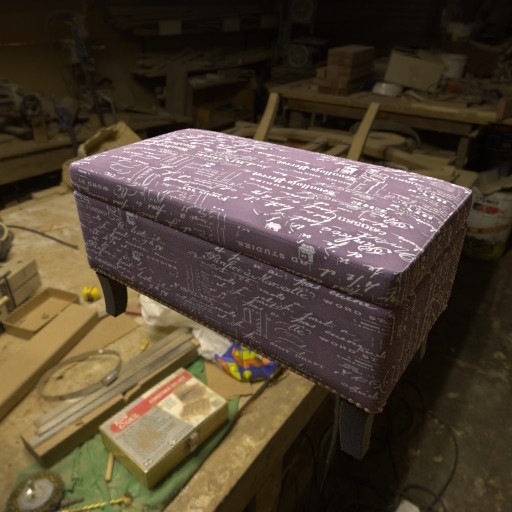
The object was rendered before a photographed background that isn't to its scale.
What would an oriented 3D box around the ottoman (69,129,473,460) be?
[{"bbox_3d":[0.000,0.000,1.048,0.813,0.457,0.406,21,36,31],"label":"ottoman"}]
